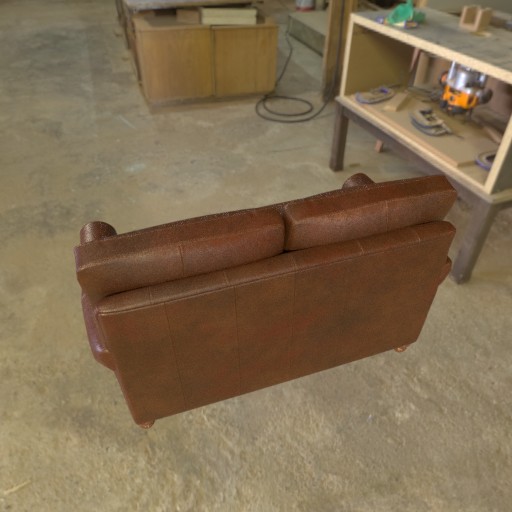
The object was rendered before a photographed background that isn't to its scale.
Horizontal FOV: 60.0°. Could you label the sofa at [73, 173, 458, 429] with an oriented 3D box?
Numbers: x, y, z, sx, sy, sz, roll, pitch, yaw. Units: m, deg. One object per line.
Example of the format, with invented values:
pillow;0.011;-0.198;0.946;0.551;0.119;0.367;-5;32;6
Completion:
sofa;0.000;0.000;2.185;1.616;0.976;0.990;-12;42;-14
